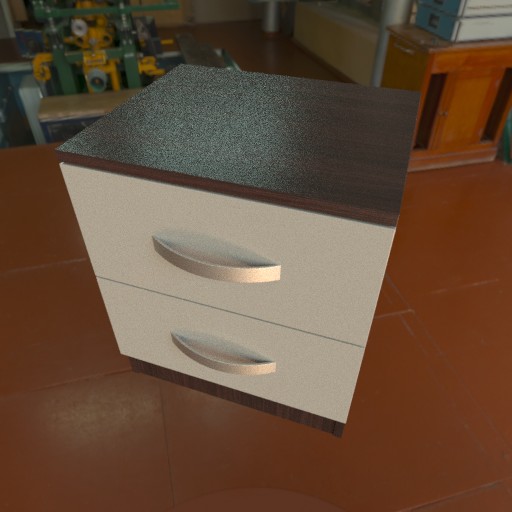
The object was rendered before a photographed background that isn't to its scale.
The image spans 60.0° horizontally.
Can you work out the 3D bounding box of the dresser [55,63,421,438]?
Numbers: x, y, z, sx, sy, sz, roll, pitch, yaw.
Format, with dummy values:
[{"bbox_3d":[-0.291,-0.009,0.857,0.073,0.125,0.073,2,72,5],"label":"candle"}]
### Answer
[{"bbox_3d":[0.000,0.000,0.739,0.400,0.470,0.360,13,42,14],"label":"dresser"}]
